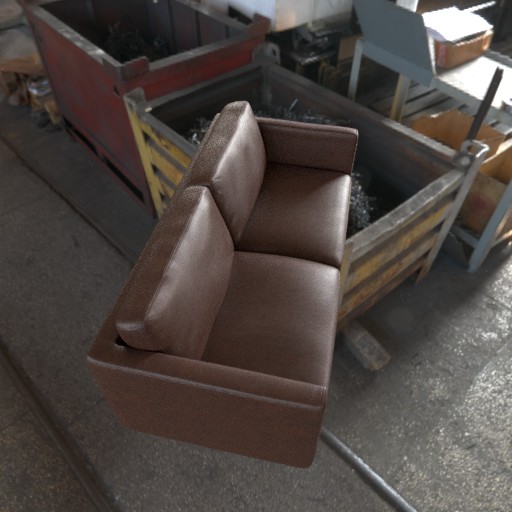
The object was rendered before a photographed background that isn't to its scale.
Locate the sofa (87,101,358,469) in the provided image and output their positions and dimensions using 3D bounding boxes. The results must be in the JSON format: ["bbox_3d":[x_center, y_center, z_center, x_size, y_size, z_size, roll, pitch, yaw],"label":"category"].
[{"bbox_3d":[0.000,0.000,2.429,0.951,0.933,1.883,9,48,8],"label":"sofa"}]
